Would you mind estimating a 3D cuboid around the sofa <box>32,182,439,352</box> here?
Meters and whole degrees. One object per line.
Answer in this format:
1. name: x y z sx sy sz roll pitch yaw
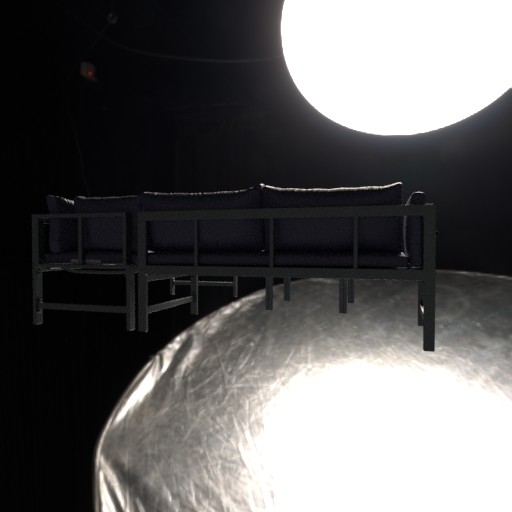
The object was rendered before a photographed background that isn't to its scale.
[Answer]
1. sofa: 0.000 0.000 2.990 2.149 0.762 1.658 0 2 18
